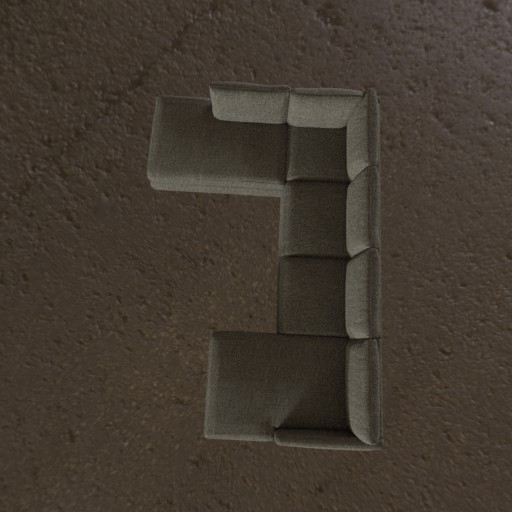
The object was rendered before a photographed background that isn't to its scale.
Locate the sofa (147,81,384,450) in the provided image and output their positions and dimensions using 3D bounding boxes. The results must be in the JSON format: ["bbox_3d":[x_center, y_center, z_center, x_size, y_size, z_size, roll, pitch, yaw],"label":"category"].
[{"bbox_3d":[0.000,0.000,3.471,1.879,0.756,2.737,3,77,1],"label":"sofa"}]
